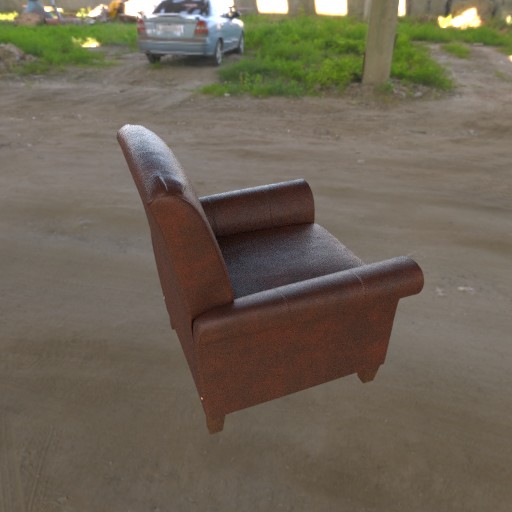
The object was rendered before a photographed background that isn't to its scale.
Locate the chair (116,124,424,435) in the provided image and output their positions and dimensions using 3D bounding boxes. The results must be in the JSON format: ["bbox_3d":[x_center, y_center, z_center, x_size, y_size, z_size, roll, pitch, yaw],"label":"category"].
[{"bbox_3d":[0.000,0.000,1.821,0.902,1.061,0.978,-11,33,-19],"label":"chair"}]
